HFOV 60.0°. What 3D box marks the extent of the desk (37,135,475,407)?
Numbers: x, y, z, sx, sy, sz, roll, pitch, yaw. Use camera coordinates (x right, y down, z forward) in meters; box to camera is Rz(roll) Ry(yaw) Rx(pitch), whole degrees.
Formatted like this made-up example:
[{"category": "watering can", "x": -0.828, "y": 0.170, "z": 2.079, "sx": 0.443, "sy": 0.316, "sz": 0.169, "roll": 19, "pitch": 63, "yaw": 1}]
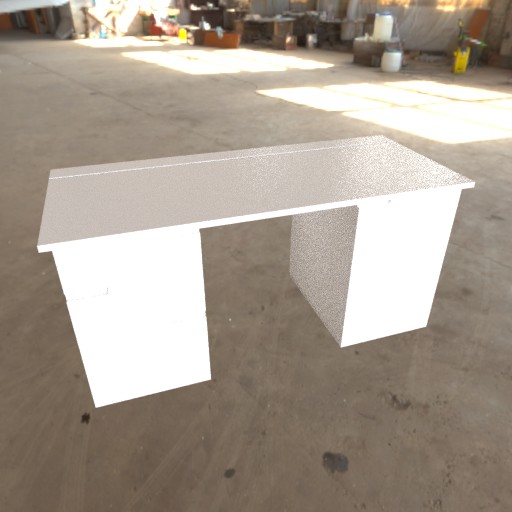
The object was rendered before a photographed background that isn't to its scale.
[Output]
[{"category": "desk", "x": 0.000, "y": 0.000, "z": 1.983, "sx": 1.580, "sy": 0.760, "sz": 0.670, "roll": -10, "pitch": 33, "yaw": -16}]
